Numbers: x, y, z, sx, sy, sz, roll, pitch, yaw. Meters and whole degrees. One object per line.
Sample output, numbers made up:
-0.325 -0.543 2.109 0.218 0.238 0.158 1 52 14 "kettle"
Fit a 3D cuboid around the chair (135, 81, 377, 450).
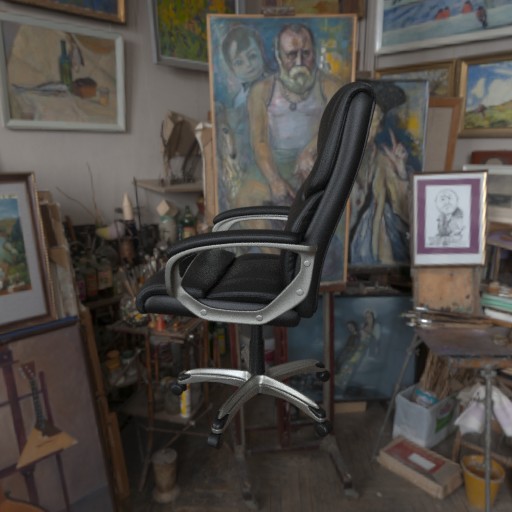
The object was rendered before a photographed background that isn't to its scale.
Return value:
0.000 0.000 1.599 0.739 1.155 0.663 2 14 8 "chair"
